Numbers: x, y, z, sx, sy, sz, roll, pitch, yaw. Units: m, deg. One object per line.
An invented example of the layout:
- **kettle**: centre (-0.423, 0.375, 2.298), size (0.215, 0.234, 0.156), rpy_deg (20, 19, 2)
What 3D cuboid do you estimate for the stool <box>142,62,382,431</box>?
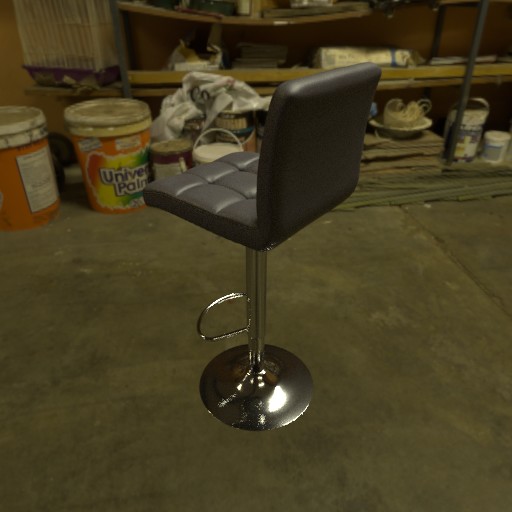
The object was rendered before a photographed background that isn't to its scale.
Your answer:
- **stool**: centre (0.000, 0.000, 1.372), size (0.505, 1.115, 0.430), rpy_deg (22, 37, 32)
